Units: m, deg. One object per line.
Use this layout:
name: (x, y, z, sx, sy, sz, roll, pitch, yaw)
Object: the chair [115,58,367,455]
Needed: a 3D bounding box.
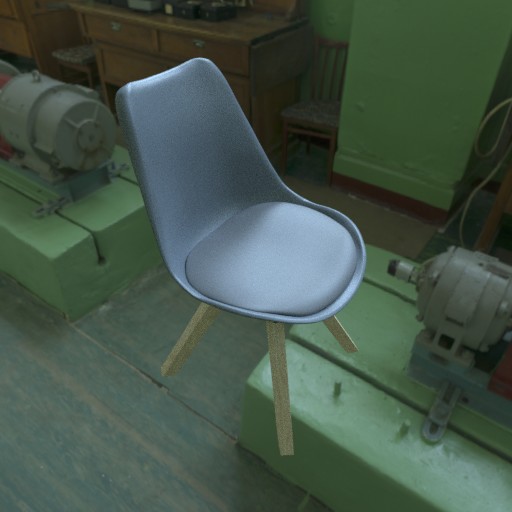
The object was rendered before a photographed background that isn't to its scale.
chair: (0.000, 0.000, 1.158, 0.550, 0.850, 0.485, 24, 45, 26)
